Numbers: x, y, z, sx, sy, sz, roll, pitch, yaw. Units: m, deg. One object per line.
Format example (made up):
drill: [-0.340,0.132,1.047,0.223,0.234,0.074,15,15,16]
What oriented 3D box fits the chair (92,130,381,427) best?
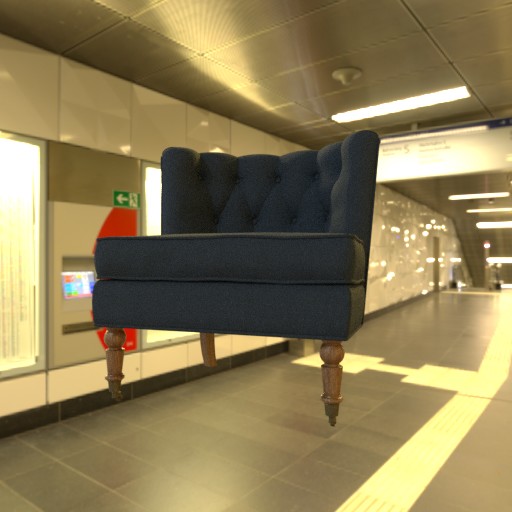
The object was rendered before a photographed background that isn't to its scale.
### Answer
chair: [0.000,0.000,1.377,0.740,0.771,0.718,0,0,18]
